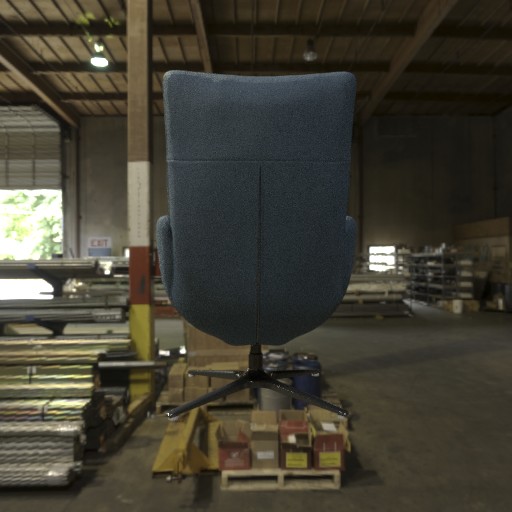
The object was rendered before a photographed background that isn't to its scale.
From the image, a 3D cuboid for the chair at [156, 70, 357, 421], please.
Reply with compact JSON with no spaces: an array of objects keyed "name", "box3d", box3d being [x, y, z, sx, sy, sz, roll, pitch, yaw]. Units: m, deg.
[{"name":"chair","box3d":[0.000,0.000,1.599,0.711,1.016,0.889,0,0,-2]}]
